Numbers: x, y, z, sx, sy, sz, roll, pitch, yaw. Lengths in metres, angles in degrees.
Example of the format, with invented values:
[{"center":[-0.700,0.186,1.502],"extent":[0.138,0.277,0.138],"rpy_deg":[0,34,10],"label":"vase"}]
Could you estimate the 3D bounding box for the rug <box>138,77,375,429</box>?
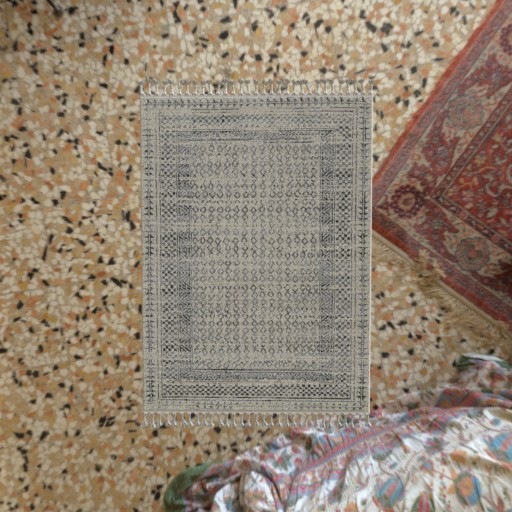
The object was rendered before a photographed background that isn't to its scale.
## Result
[{"center":[0.000,0.000,2.350],"extent":[1.243,0.013,1.872],"rpy_deg":[0,92,1],"label":"rug"}]
